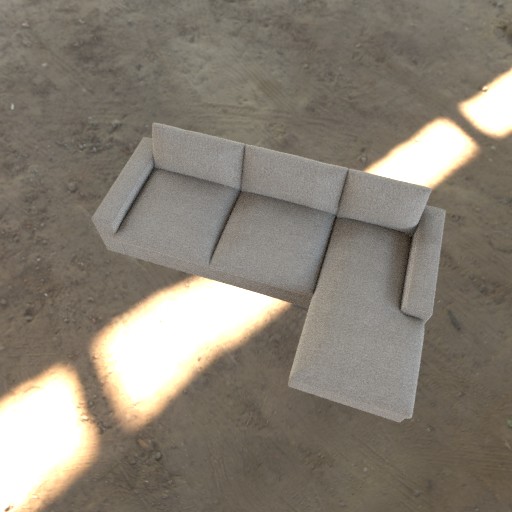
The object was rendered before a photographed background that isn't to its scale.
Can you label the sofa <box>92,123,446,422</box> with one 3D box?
[{"bbox_3d":[0.000,0.000,3.502,2.718,0.813,1.689,16,60,9],"label":"sofa"}]
